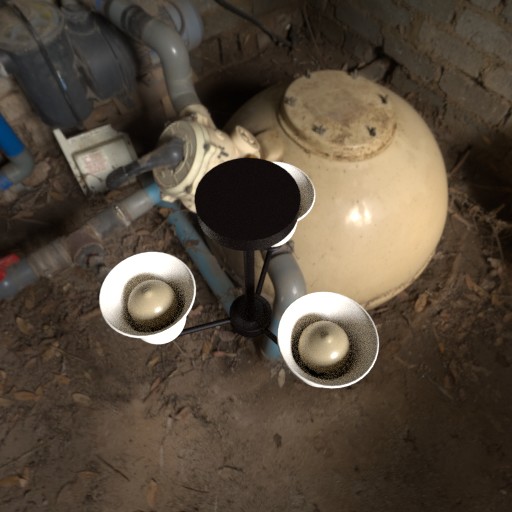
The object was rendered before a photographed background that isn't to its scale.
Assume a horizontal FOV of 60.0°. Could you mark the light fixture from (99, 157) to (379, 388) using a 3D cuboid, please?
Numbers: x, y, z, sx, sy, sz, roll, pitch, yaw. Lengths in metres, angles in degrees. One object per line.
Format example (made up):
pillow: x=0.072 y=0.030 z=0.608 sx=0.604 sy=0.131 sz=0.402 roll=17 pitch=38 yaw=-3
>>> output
light fixture: x=0.000 y=0.000 z=0.677 sx=0.388 sy=0.370 sz=0.354 roll=13 pitch=59 yaw=8
